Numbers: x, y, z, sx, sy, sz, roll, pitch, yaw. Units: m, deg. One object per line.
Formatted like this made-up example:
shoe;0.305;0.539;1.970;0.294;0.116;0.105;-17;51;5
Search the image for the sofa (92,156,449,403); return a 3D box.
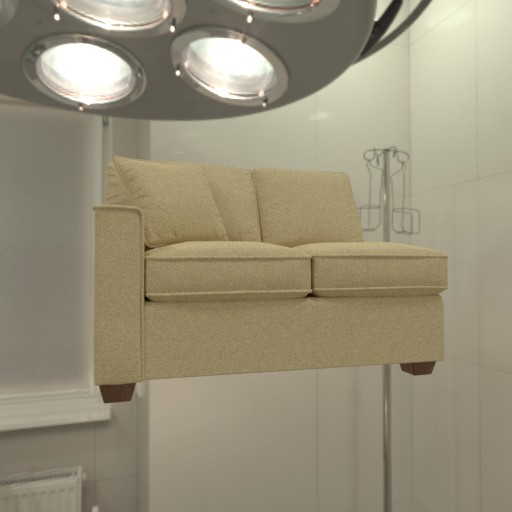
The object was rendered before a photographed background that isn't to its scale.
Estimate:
sofa;0.000;0.000;2.060;1.388;0.989;0.991;0;-1;-17
